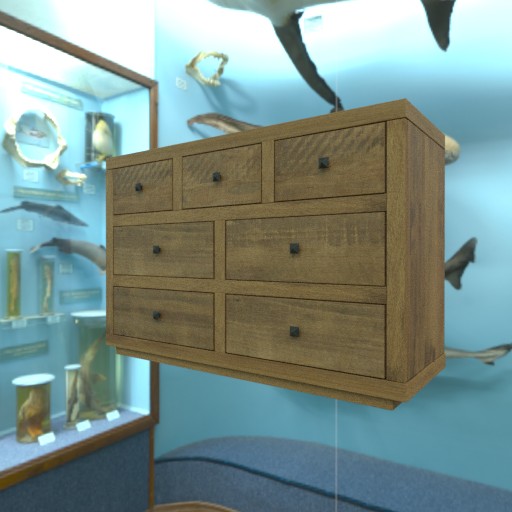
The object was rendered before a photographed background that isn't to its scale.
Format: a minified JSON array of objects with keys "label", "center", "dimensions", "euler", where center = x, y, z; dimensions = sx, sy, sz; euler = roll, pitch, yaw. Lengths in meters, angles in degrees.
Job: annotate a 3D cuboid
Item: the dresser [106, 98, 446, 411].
[{"label":"dresser","center":[0.000,0.000,1.688],"dimensions":[1.261,0.825,0.479],"euler":[0,0,35]}]
